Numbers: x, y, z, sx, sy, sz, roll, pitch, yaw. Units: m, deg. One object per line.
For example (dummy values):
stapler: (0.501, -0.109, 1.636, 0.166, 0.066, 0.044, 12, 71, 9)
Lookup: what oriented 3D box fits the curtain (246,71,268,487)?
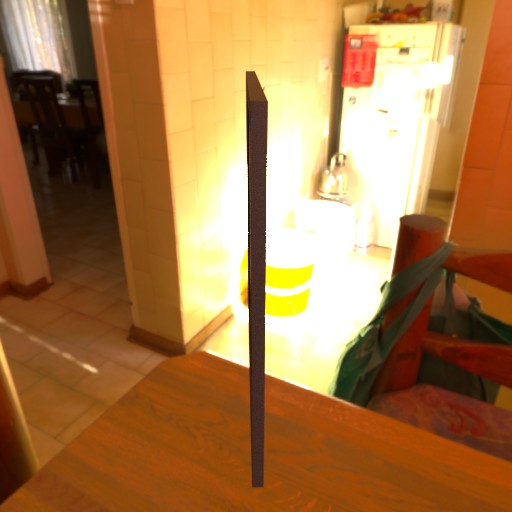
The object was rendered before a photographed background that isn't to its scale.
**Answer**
curtain: (0.000, 0.000, 0.795, 0.027, 0.585, 0.483, -1, 26, -2)
